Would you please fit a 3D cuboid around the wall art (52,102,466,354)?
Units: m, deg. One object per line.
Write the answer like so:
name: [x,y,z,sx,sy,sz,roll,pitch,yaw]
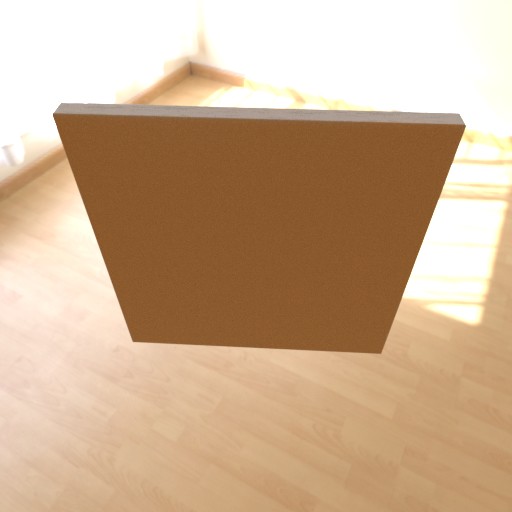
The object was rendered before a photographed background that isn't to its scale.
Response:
wall art: [0.000,0.000,1.857,1.287,1.288,0.078,2,46,2]
